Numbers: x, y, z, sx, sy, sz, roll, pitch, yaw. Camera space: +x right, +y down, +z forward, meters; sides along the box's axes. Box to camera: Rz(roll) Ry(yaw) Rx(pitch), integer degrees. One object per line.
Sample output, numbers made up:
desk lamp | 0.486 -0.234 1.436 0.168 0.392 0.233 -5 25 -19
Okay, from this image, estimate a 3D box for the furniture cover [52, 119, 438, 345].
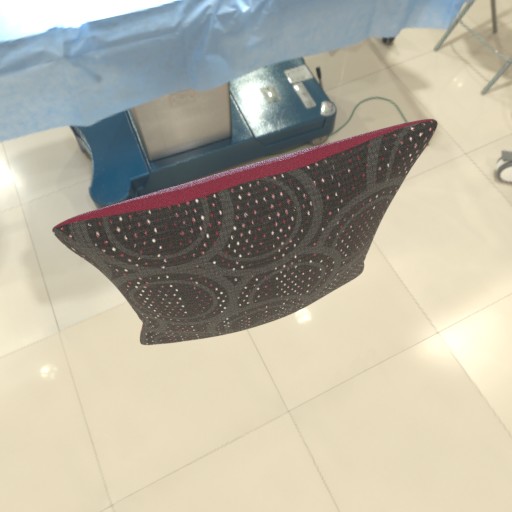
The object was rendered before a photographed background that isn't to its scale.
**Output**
furniture cover | 0.000 0.000 0.819 0.552 0.509 0.193 -17 64 -9
